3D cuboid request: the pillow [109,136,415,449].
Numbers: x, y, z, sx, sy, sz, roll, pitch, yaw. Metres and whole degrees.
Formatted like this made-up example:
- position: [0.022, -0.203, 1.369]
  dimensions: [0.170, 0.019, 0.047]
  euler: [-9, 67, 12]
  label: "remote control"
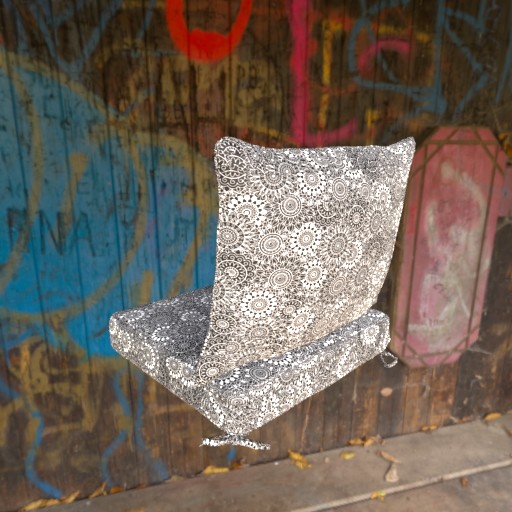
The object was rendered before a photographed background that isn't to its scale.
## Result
- position: [0.000, 0.000, 1.373]
  dimensions: [0.798, 0.722, 0.740]
  euler: [-14, 21, -42]
  label: "pillow"
